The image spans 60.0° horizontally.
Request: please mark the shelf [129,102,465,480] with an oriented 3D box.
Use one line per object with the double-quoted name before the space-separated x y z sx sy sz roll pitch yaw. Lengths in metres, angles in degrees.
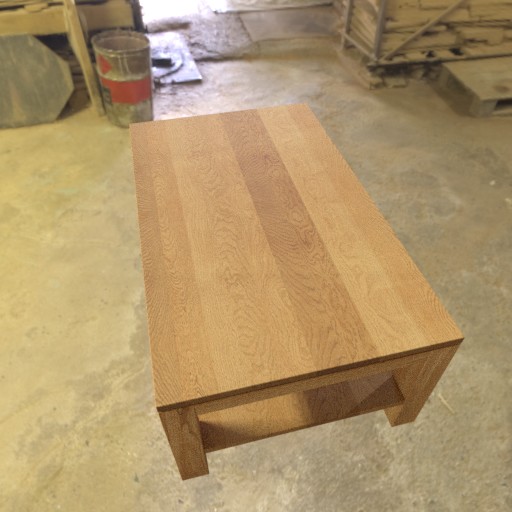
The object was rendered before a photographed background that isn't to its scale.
"shelf" 0.000 0.000 1.502 0.700 0.450 1.150 -10 47 -10
